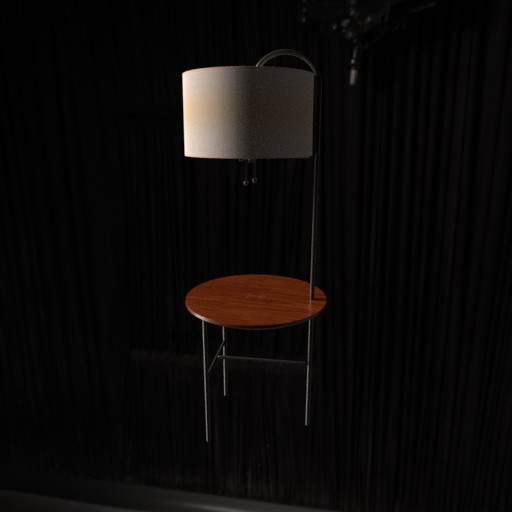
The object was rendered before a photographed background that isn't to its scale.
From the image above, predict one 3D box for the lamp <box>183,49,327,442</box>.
[{"bbox_3d":[0.000,0.000,1.776,0.573,1.517,0.573,0,16,0],"label":"lamp"}]
